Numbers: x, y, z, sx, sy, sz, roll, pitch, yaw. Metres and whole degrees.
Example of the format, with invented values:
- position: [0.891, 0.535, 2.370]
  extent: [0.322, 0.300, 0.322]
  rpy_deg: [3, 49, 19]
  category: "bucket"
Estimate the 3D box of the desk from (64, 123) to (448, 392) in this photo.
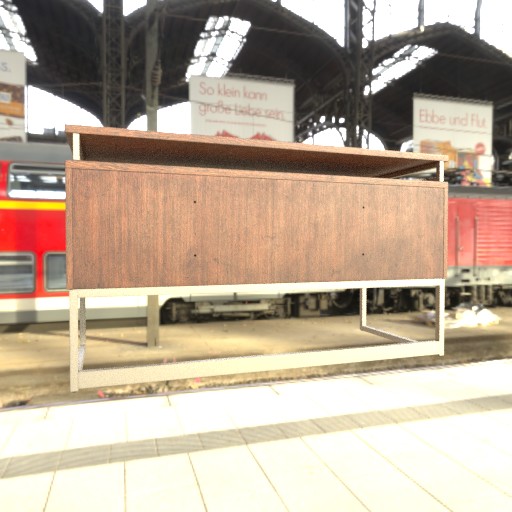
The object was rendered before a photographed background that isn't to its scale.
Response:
- position: [0.000, 0.000, 1.808]
  extent: [1.384, 0.792, 0.610]
  rpy_deg: [0, 1, -19]
  category: "desk"
